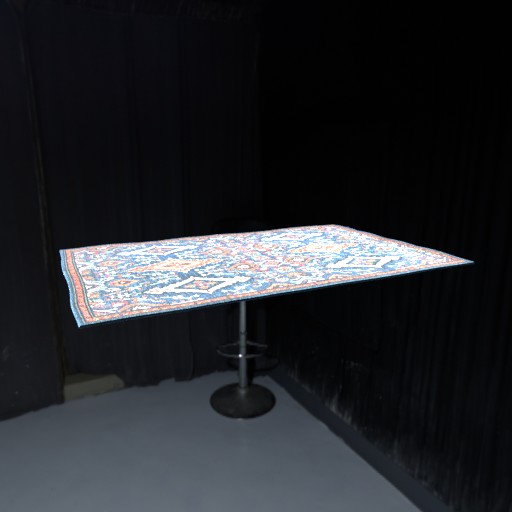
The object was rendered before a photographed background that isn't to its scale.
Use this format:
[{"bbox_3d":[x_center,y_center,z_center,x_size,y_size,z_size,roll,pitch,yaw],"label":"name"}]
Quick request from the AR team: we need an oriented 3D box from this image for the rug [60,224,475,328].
[{"bbox_3d":[0.000,0.000,2.314,1.847,0.014,1.195,-7,15,-25],"label":"rug"}]
